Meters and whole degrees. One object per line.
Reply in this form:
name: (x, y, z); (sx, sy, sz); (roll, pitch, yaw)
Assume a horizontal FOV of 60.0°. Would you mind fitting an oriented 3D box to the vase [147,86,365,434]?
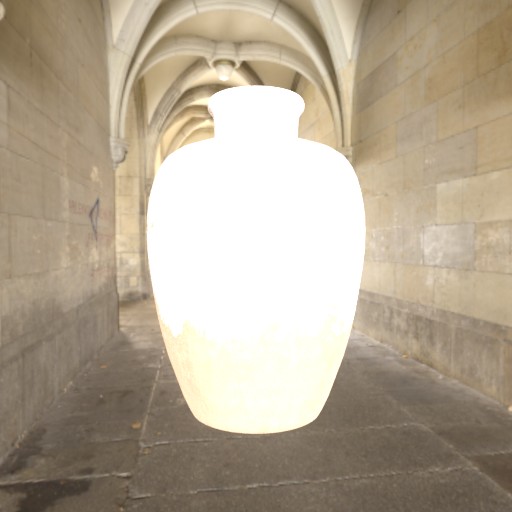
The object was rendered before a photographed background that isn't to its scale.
vase: (0.000, 0.000, 0.331); (0.158, 0.228, 0.158); (0, 2, 0)
